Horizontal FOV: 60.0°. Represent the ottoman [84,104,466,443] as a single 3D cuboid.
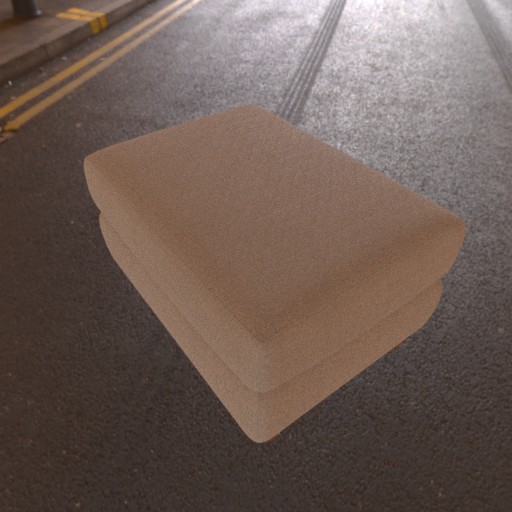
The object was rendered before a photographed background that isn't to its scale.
[{"bbox_3d":[0.000,0.000,1.146,0.569,0.504,0.773,-26,48,-26],"label":"ottoman"}]
